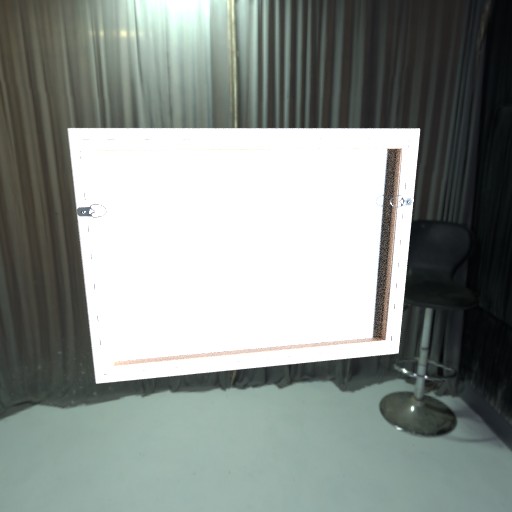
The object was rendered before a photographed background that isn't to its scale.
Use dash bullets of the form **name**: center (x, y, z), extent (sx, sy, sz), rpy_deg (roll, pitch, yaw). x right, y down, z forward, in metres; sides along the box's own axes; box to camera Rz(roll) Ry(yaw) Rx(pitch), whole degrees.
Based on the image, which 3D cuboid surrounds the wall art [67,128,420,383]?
- **wall art**: center (0.000, 0.000, 1.650), extent (1.219, 0.912, 0.042), rpy_deg (-3, 16, -11)
